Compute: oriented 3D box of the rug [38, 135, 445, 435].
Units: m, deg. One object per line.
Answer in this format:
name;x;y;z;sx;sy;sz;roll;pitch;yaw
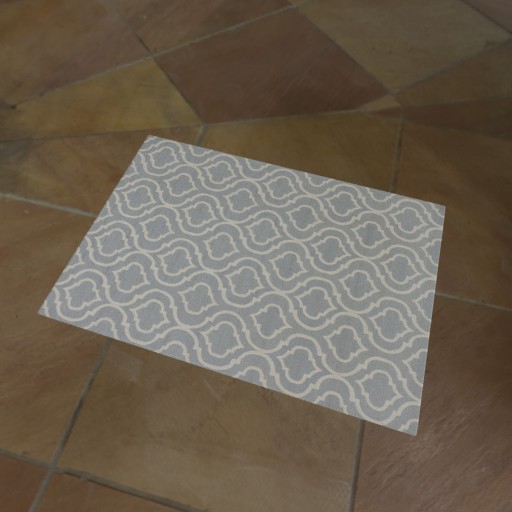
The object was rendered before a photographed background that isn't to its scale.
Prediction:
rug;0.000;0.000;2.645;2.080;0.010;1.451;15;60;9
